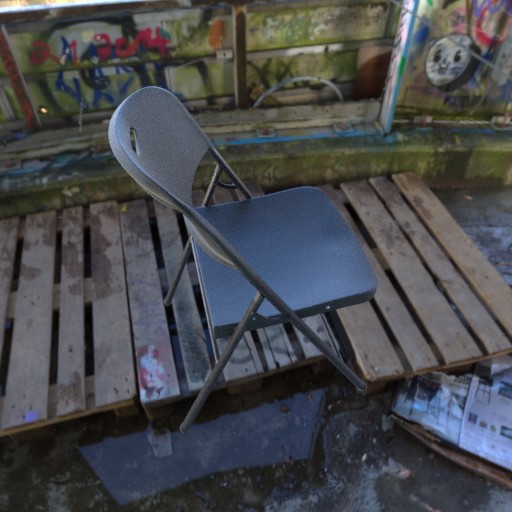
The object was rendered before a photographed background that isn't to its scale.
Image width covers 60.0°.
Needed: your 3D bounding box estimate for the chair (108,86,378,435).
[{"bbox_3d":[0.000,0.000,1.156,0.567,0.810,0.494,-10,46,-10],"label":"chair"}]
